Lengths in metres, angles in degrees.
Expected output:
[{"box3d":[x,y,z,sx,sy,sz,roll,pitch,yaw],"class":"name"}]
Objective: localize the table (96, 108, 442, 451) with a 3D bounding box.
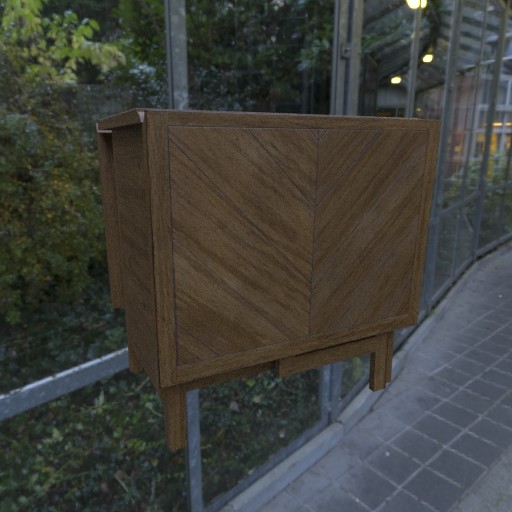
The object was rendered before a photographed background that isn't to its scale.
[{"box3d":[0.000,0.000,1.292,0.746,0.763,0.591,-7,16,-26],"class":"table"}]
